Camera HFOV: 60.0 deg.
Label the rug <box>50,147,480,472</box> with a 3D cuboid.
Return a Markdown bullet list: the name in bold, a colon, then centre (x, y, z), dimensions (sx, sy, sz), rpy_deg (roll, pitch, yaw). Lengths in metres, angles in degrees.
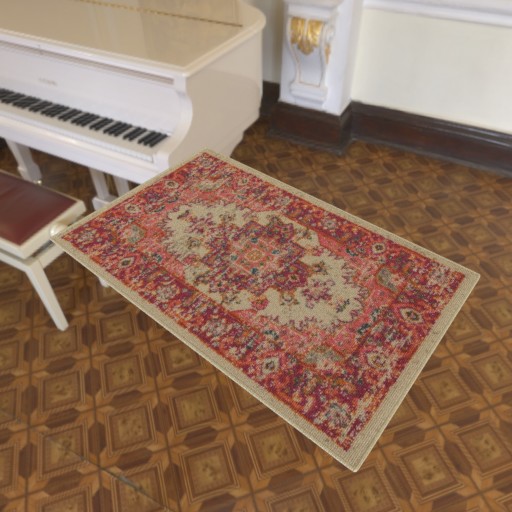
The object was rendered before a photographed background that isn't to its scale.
- **rug**: centre (0.000, 0.000, 1.049), dimensions (0.868, 0.004, 0.556), rpy_deg (30, 52, 27)
